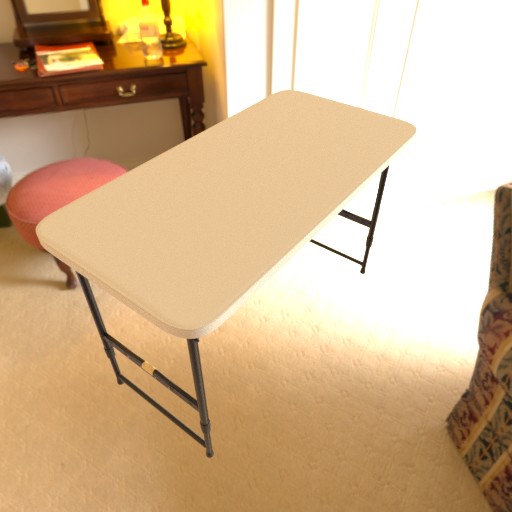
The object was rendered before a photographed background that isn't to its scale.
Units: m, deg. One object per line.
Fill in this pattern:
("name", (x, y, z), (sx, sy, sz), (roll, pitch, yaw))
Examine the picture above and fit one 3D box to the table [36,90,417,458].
("table", (0.000, 0.000, 1.630), (0.610, 0.737, 1.219), (27, 48, 27))
